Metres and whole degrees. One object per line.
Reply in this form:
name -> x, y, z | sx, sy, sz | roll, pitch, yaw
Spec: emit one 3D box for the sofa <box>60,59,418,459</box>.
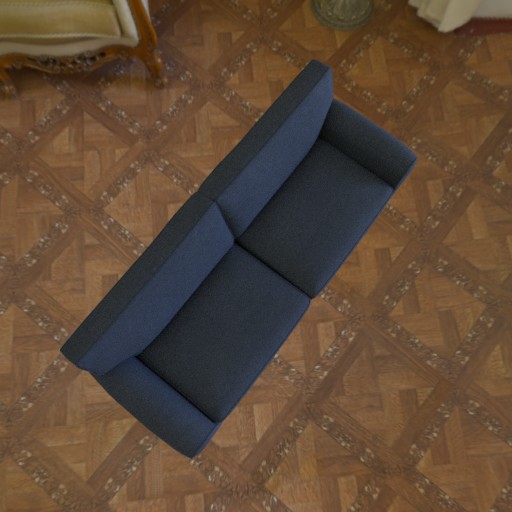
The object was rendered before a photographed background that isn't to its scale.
sofa -> 0.000, 0.000, 2.865 | 0.954, 1.026, 2.391 | 37, 78, 9
